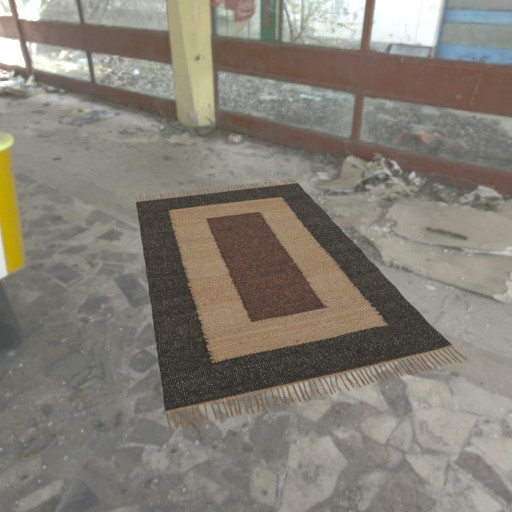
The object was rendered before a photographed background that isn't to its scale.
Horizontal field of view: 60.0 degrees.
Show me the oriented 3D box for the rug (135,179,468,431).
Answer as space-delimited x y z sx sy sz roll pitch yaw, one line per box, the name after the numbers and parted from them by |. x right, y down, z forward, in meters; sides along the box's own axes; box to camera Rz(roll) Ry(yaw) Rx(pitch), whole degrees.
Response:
0.000 0.000 1.877 0.920 0.013 1.541 -9 33 -14 | rug
